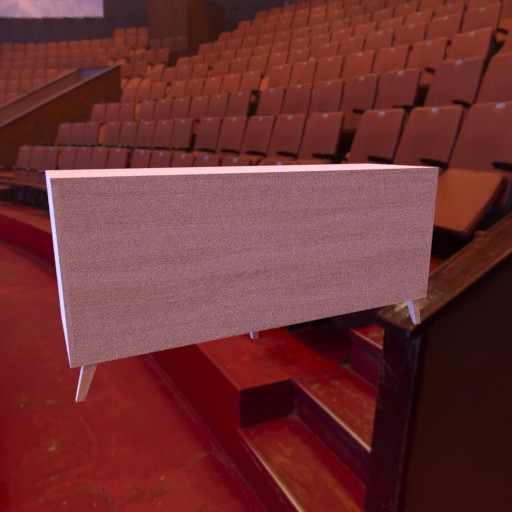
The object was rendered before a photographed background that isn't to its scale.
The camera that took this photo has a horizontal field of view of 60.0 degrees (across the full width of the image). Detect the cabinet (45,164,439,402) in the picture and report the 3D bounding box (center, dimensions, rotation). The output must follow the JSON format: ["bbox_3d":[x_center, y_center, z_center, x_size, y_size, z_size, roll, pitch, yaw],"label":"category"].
[{"bbox_3d":[0.000,0.000,2.018,1.649,0.780,0.500,-7,15,-25],"label":"cabinet"}]
